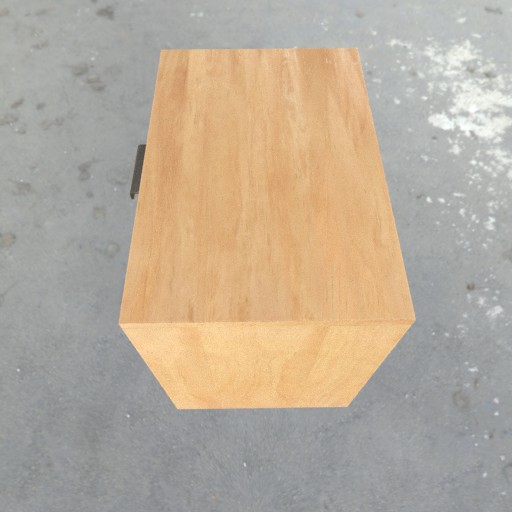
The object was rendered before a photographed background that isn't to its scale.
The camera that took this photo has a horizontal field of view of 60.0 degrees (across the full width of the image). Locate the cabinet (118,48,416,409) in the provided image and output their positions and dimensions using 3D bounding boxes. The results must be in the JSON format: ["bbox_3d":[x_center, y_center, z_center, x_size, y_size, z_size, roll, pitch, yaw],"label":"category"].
[{"bbox_3d":[0.000,0.000,0.951,0.394,0.599,0.551,-1,59,0],"label":"cabinet"}]
